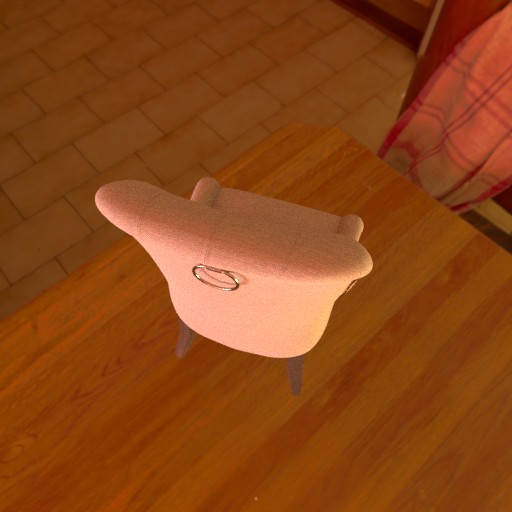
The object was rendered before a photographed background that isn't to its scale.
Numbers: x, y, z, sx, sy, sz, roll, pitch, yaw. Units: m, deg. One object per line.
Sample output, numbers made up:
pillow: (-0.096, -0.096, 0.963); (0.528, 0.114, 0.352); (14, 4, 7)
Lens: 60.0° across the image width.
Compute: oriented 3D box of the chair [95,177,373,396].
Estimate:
chair: (0.000, 0.000, 1.433); (0.634, 1.091, 0.629); (16, 62, 8)
